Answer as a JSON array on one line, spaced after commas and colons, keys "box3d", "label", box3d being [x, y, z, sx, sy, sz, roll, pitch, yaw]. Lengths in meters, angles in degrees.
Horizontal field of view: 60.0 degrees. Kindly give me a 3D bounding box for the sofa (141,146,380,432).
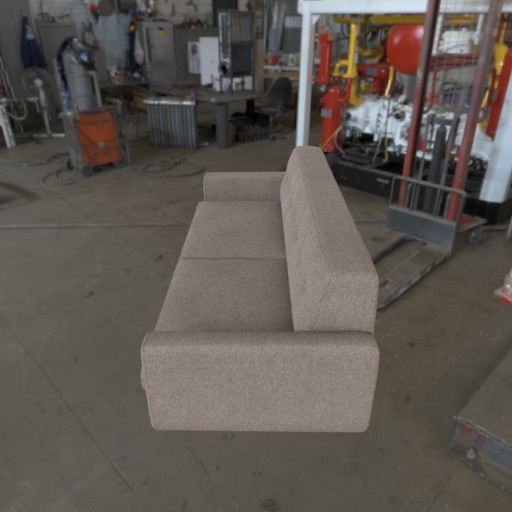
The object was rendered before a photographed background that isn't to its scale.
[{"box3d": [0.000, 0.000, 2.517, 0.909, 0.841, 2.029, 0, 28, 1], "label": "sofa"}]
